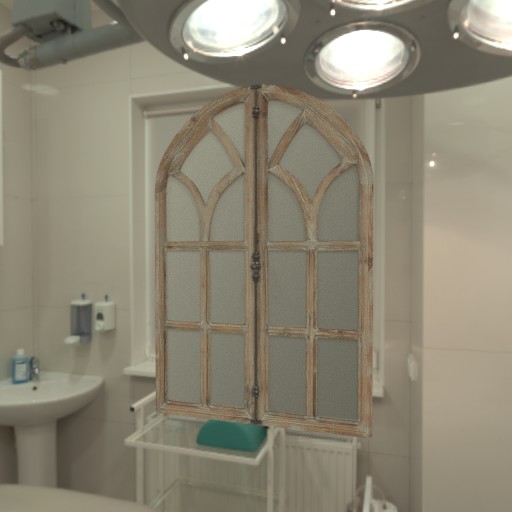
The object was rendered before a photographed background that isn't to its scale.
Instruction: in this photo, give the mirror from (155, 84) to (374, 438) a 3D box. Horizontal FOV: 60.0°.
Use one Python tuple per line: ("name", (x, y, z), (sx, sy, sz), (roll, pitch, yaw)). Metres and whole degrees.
("mirror", (0.000, 0.000, 1.192), (0.609, 0.915, 0.032), (0, 1, 17))
